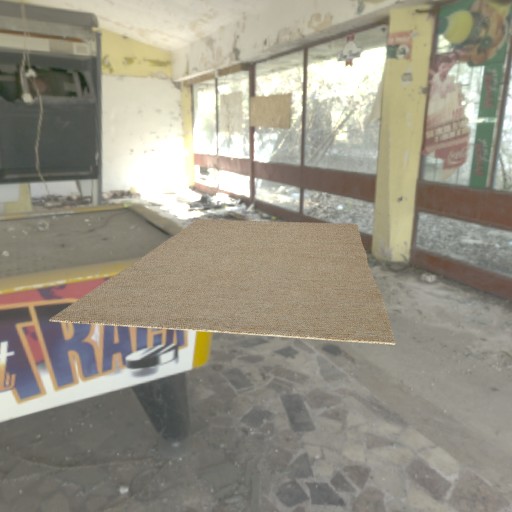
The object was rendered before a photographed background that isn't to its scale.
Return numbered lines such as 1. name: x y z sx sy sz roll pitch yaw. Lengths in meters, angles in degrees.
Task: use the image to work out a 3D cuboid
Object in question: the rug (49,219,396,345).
1. rug: 0.000 0.000 3.059 1.533 0.011 2.439 2 16 8
